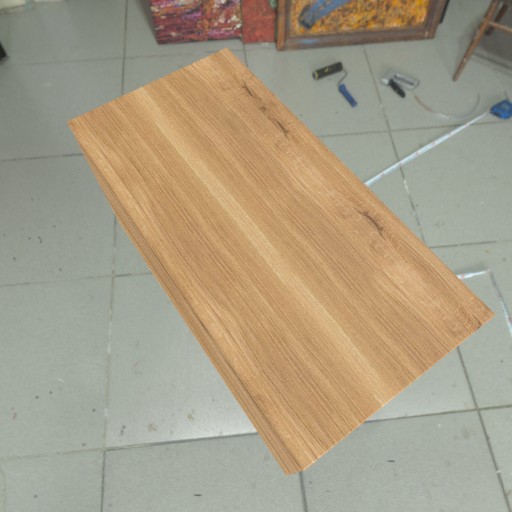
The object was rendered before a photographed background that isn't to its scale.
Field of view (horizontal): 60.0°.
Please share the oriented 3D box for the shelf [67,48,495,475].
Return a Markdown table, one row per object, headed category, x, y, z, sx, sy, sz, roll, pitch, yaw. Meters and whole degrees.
| category | x | y | z | sx | sy | sz | roll | pitch | yaw |
| --- | --- | --- | --- | --- | --- | --- | --- | --- | --- |
| shelf | 0.000 | 0.000 | 1.002 | 0.400 | 0.400 | 0.800 | -32 | 67 | -15 |
